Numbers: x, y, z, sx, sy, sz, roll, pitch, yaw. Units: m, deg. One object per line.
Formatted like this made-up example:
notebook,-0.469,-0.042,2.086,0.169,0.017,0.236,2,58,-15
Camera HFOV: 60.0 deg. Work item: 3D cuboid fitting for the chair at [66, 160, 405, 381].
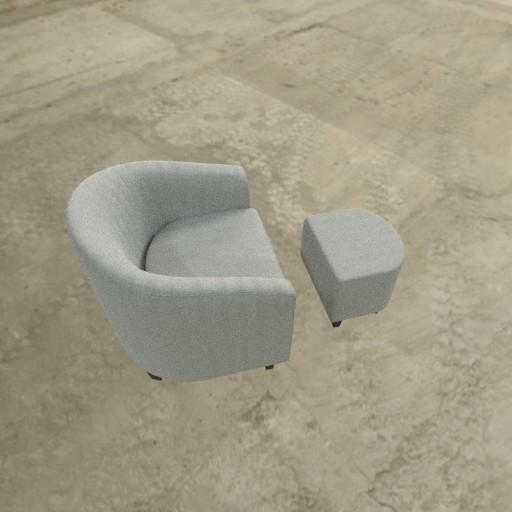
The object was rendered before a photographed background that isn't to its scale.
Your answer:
chair,0.000,0.000,1.816,1.288,0.757,0.756,-11,47,-10
